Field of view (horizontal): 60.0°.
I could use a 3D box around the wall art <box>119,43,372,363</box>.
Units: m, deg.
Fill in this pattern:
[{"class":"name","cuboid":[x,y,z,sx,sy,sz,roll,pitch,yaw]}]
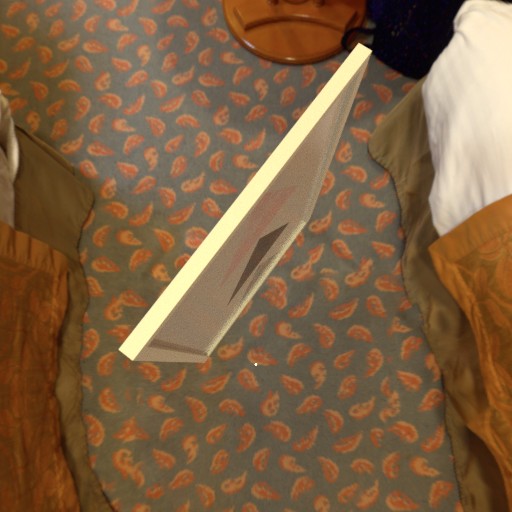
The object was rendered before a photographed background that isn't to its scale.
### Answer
[{"class":"wall art","cuboid":[0.000,0.000,0.542,0.013,0.433,0.303,35,79,8]}]
